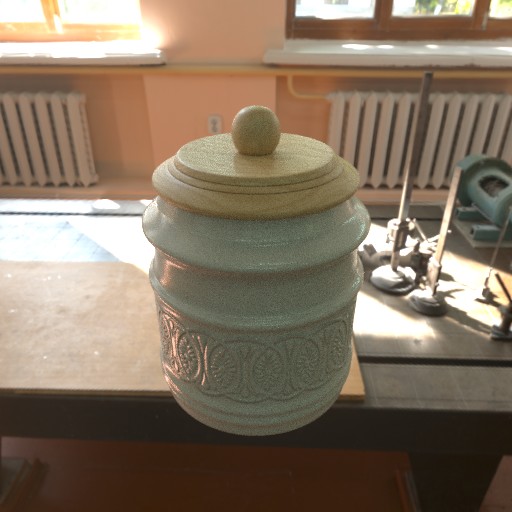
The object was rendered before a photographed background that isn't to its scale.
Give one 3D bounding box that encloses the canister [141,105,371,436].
[{"bbox_3d":[0.000,0.000,0.271,0.130,0.176,0.130,0,30,0],"label":"canister"}]
